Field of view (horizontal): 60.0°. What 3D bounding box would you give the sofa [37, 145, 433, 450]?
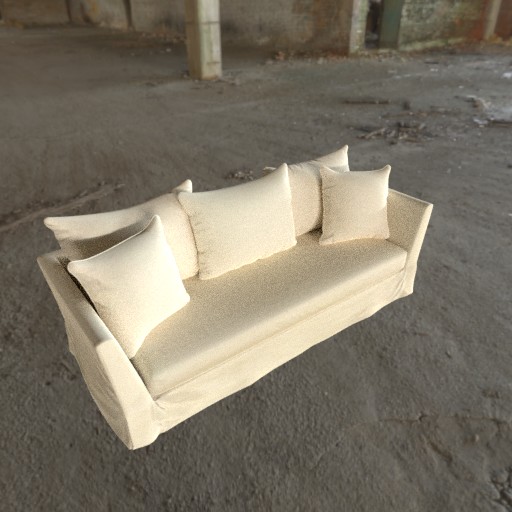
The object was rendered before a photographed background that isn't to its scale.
[{"bbox_3d":[0.000,0.000,2.999,2.484,1.042,1.030,-21,37,-31],"label":"sofa"}]
